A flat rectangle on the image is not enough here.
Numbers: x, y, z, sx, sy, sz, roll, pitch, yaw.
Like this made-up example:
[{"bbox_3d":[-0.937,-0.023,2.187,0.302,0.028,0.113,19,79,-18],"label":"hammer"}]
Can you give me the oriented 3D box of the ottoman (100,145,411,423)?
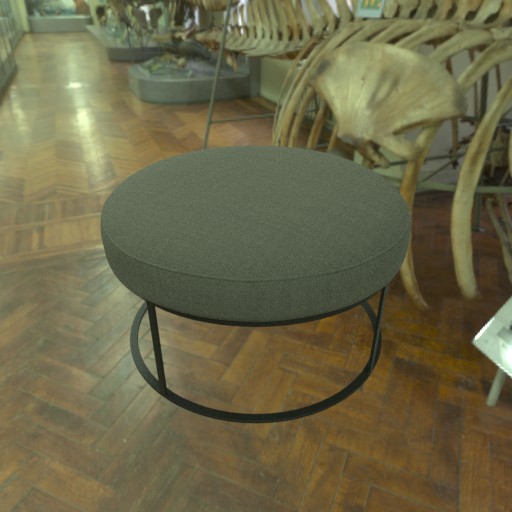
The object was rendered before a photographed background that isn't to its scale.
[{"bbox_3d":[0.000,0.000,1.211,0.772,0.460,0.772,0,30,0],"label":"ottoman"}]
